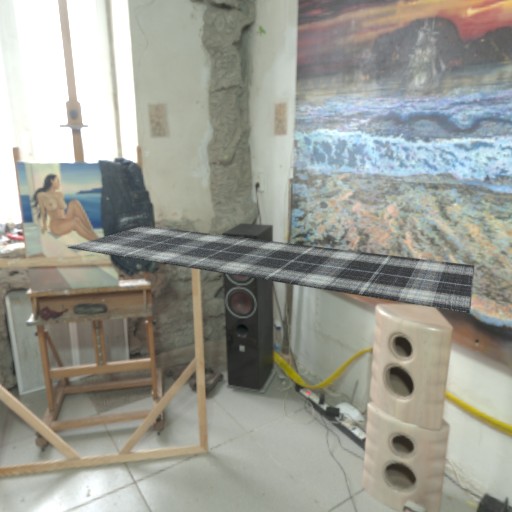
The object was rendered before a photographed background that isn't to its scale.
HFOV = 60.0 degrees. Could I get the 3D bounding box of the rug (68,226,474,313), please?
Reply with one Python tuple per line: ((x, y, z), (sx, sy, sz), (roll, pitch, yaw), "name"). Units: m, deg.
((0.000, 0.000, 2.750), (2.434, 0.012, 0.760), (8, 18, 26), "rug")
